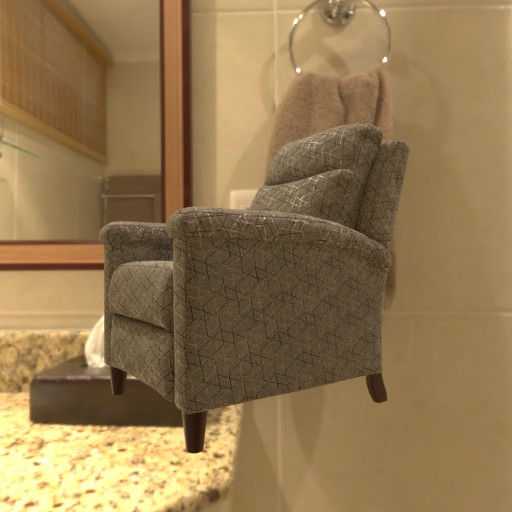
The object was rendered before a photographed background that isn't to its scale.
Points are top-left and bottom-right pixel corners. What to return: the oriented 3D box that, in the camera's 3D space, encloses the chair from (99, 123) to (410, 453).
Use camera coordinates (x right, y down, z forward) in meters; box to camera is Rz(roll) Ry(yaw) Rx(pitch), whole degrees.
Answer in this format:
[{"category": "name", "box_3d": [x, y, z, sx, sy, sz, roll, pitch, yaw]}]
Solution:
[{"category": "chair", "box_3d": [0.000, 0.000, 1.690, 0.987, 1.048, 0.753, 0, 0, -36]}]
